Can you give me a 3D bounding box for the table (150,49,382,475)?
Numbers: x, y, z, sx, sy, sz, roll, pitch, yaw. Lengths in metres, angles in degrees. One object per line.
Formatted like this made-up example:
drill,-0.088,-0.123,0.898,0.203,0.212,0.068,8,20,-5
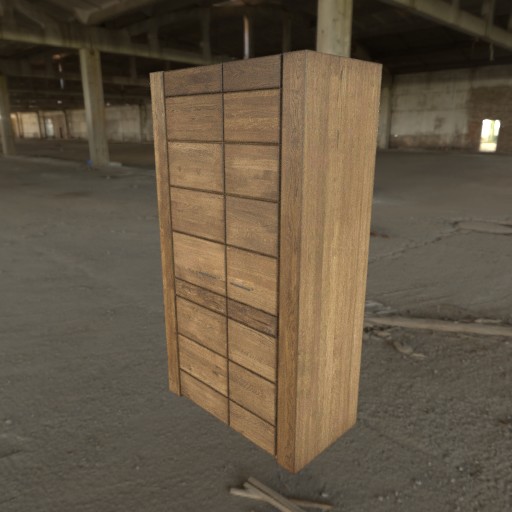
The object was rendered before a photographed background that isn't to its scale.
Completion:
table,0.000,0.000,2.551,1.100,2.000,0.600,15,22,42
